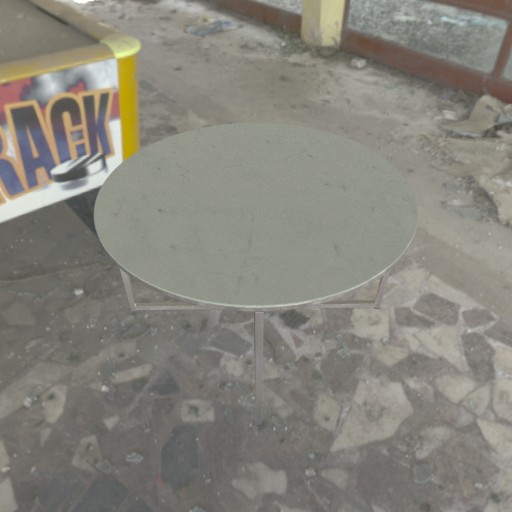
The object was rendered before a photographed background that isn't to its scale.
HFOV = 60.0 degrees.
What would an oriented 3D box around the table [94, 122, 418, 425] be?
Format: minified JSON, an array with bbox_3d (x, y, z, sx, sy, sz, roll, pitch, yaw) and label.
[{"bbox_3d":[0.000,0.000,1.280,0.800,0.450,0.800,0,41,0],"label":"table"}]
